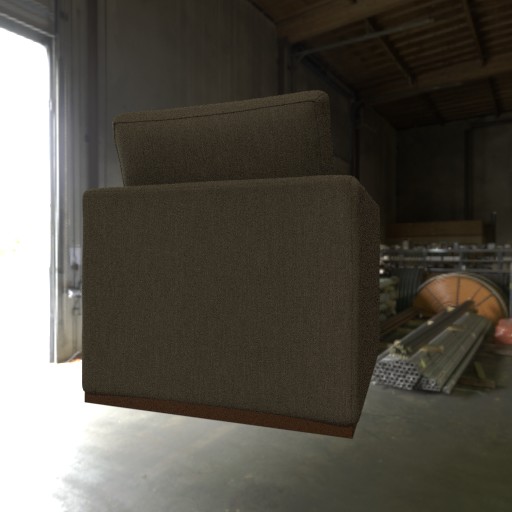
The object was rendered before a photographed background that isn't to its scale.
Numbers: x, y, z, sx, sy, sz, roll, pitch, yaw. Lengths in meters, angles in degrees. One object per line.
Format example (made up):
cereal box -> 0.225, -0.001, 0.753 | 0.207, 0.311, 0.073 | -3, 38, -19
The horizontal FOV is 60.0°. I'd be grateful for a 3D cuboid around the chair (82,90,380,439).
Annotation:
chair -> 0.000, 0.000, 1.482 | 0.763, 0.811, 0.834 | 0, 1, 19
